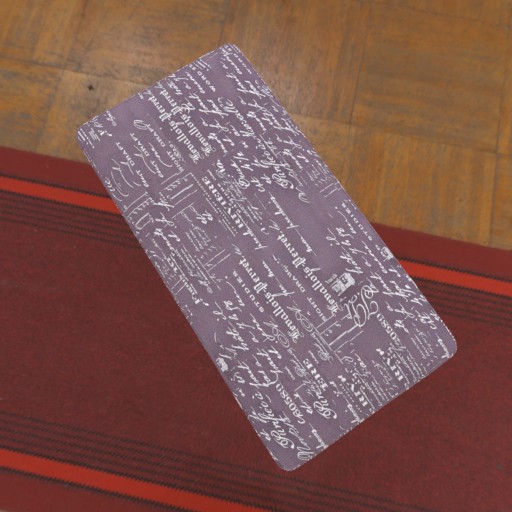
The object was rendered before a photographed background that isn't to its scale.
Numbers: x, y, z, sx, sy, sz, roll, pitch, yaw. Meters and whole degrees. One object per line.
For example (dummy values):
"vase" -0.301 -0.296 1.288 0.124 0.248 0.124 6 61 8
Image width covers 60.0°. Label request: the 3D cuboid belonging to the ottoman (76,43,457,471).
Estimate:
"ottoman" 0.000 0.000 1.067 0.406 0.457 0.813 -33 79 -7
